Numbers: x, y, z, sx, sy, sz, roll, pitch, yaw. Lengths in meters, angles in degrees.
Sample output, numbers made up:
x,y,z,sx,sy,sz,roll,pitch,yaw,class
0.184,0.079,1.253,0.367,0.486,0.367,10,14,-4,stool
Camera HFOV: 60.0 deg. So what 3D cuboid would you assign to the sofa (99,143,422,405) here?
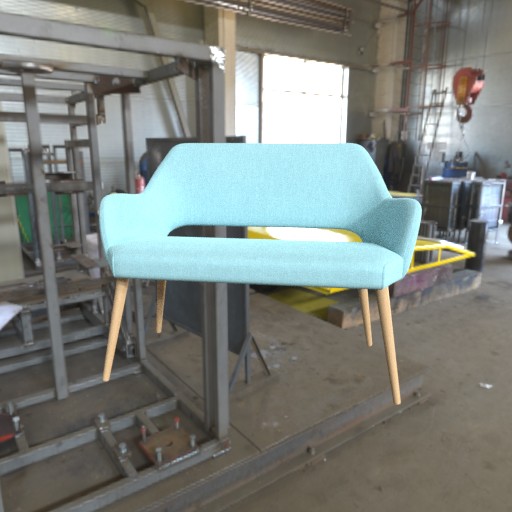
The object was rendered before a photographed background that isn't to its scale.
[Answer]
x,y,z,sx,sy,sz,roll,pitch,yaw,class
0.000,0.000,1.693,1.150,0.840,0.610,2,14,8,sofa
